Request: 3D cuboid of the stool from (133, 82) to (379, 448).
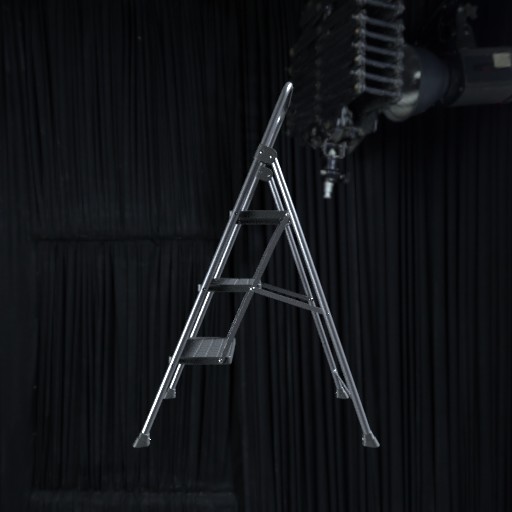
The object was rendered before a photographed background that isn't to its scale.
[{"bbox_3d":[0.000,0.000,1.531,0.733,1.121,0.473,0,1,0],"label":"stool"}]
